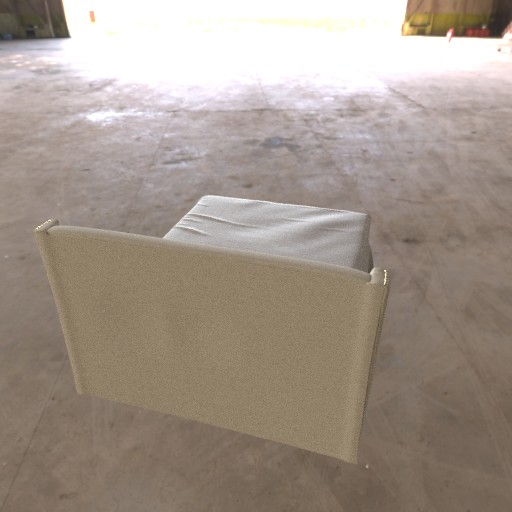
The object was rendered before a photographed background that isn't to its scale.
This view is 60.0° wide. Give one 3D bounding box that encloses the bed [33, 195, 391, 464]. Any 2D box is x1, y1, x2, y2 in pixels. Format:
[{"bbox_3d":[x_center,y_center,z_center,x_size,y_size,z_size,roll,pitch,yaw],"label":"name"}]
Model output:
[{"bbox_3d":[0.000,0.000,3.449,1.925,1.332,2.276,9,32,14],"label":"bed"}]
